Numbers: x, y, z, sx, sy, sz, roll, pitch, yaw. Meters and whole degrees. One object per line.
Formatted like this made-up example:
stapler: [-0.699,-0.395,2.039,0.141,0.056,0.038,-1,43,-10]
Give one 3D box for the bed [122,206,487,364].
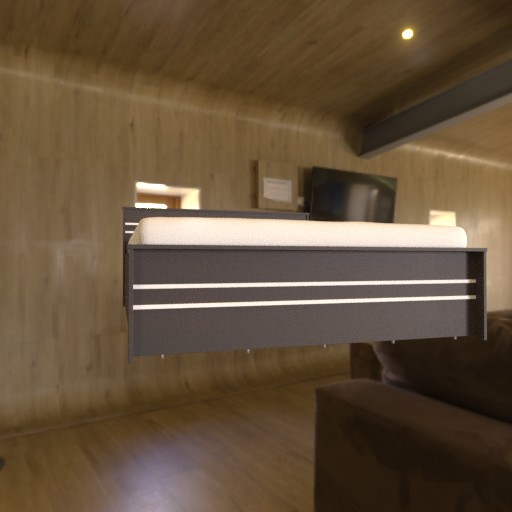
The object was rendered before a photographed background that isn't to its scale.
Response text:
bed: [0.000,0.000,2.854,1.634,0.808,2.103,0,-1,-17]
